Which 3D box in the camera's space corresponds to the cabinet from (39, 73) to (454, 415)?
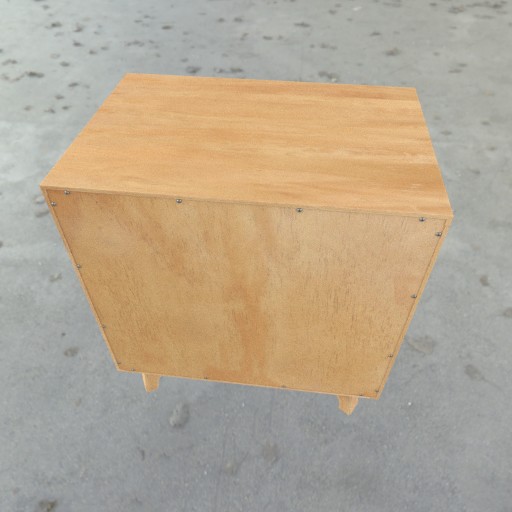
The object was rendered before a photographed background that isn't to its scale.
[{"bbox_3d":[0.000,0.000,0.933,0.551,0.599,0.394,5,45,5],"label":"cabinet"}]
